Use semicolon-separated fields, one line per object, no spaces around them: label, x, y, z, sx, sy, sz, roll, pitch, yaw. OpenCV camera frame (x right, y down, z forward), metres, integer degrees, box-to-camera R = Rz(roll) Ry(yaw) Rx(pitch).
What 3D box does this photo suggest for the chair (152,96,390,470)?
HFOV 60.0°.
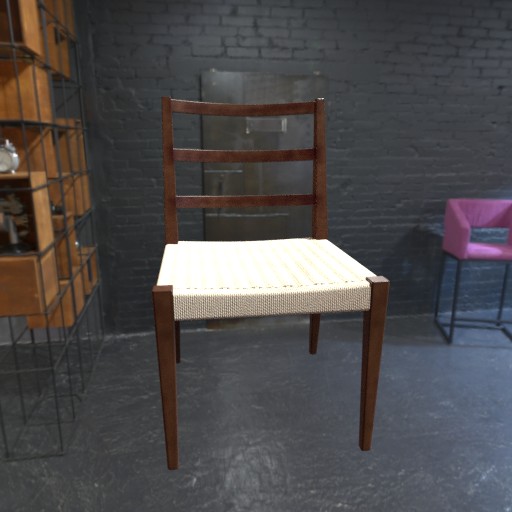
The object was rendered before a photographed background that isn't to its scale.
chair;0.000;0.000;1.143;0.480;0.813;0.551;-2;14;-8
